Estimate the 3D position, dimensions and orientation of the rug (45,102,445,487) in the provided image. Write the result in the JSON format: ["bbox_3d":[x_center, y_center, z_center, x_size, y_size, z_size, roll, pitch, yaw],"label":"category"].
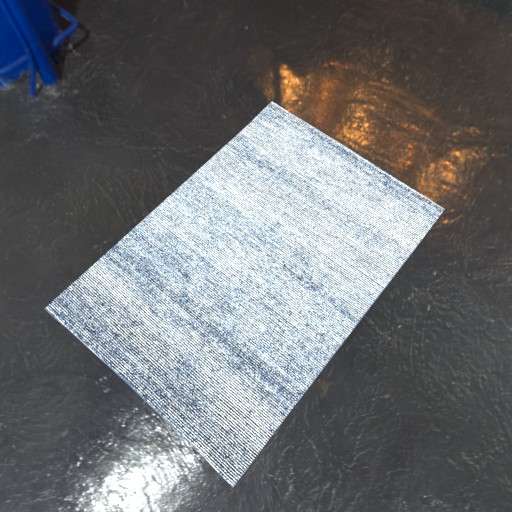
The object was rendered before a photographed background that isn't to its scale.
[{"bbox_3d":[0.000,0.000,3.043,1.624,0.030,2.349,37,70,16],"label":"rug"}]
